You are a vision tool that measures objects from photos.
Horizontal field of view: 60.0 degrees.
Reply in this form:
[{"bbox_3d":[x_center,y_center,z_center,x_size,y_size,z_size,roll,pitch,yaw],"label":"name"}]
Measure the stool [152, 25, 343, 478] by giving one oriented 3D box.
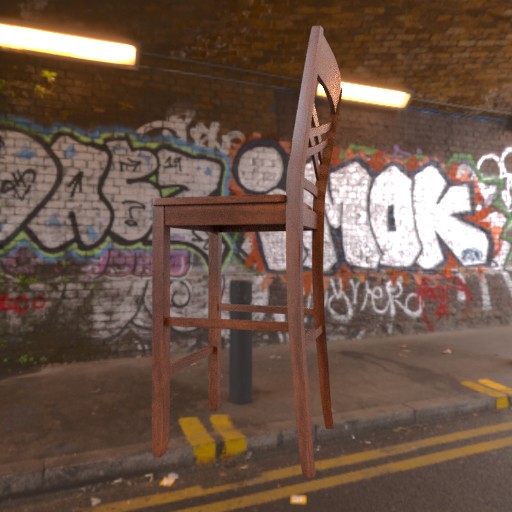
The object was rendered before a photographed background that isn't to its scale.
[{"bbox_3d":[0.000,0.000,1.329,0.487,1.105,0.433,0,0,18],"label":"stool"}]
